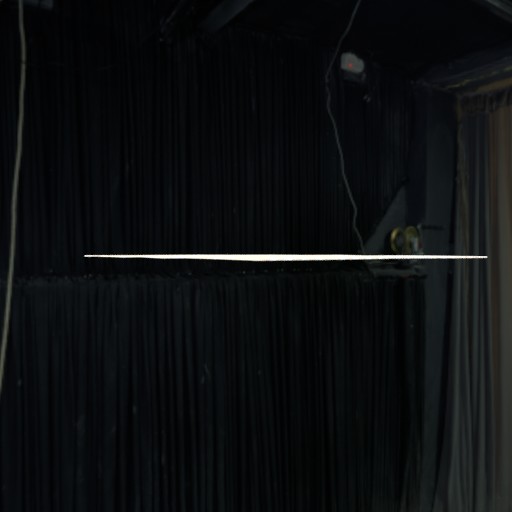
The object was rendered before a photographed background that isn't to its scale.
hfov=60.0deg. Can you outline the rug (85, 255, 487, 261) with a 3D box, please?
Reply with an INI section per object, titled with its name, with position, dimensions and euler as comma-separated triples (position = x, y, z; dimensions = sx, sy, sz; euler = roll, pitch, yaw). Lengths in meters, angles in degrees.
[rug]
position = 0.000, 0.000, 2.769
dimensions = 1.524, 0.013, 2.135
euler = 0, 1, -36
